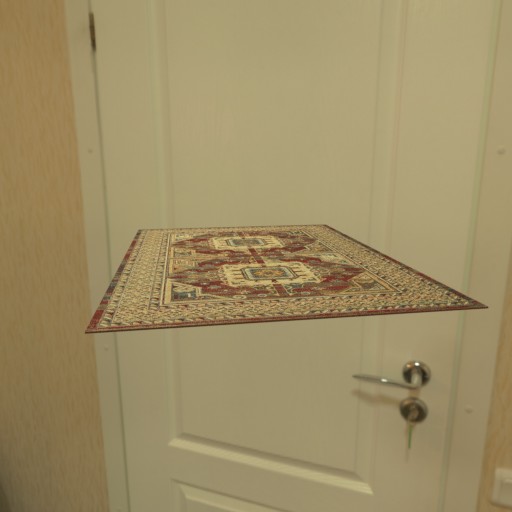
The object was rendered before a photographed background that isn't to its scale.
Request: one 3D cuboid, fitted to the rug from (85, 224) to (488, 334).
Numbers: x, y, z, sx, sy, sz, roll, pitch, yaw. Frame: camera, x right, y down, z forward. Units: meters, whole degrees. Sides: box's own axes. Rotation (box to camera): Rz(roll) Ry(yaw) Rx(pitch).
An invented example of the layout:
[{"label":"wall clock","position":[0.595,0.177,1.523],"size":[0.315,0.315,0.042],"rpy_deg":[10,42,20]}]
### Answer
[{"label":"rug","position":[0.000,0.000,4.083],"size":[2.381,0.013,3.197],"rpy_deg":[-2,14,-9]}]
